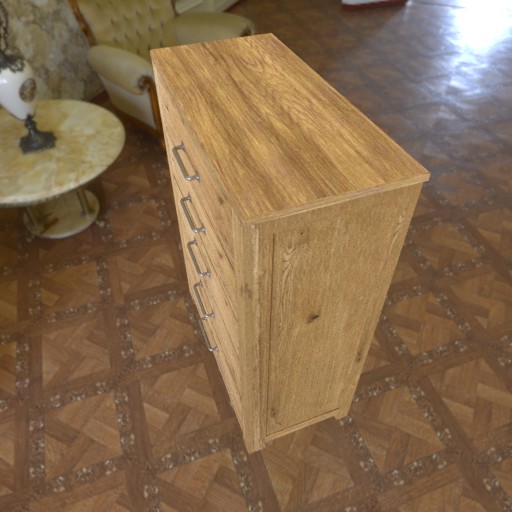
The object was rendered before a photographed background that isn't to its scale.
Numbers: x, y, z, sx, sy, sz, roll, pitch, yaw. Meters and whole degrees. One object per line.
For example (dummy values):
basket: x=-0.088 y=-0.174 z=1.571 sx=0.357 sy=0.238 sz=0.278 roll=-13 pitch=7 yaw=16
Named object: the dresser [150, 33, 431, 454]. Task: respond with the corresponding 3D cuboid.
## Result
dresser: x=0.000 y=0.000 z=1.934 sx=0.558 sy=1.431 sz=1.081 roll=-15 pitch=47 yaw=-14
